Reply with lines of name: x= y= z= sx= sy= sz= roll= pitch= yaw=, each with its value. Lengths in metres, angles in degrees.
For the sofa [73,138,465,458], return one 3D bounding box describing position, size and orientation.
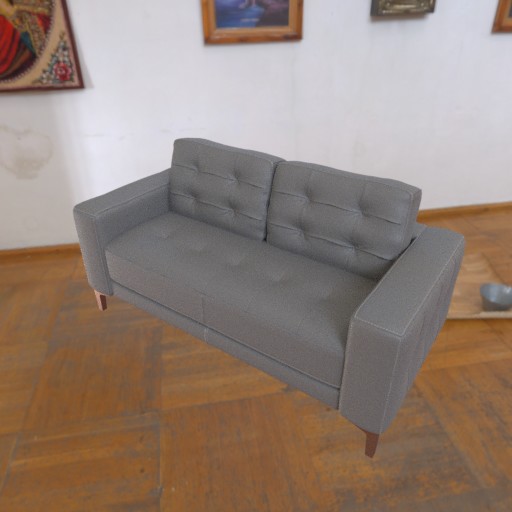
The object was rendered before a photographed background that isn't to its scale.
sofa: x=0.000 y=0.000 z=2.169 sx=1.726 sy=0.892 sz=0.833 roll=20 pitch=36 yaw=30
